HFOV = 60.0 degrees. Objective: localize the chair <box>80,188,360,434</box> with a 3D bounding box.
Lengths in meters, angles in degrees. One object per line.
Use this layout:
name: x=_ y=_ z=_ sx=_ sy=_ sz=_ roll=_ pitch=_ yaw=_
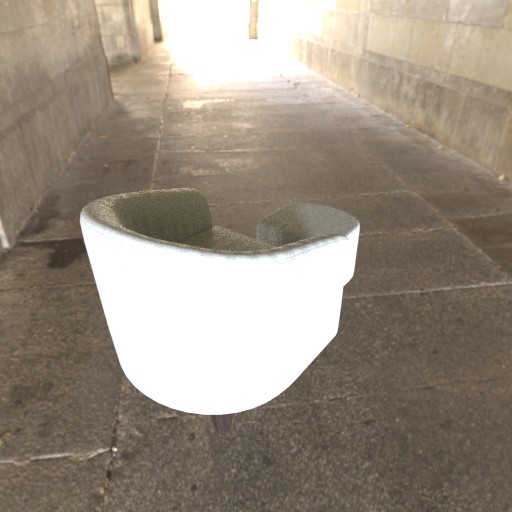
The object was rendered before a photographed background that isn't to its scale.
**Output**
chair: x=0.000 y=0.000 z=1.768 sx=0.756 sy=0.757 sz=1.288 roll=21 pitch=37 yaw=31
